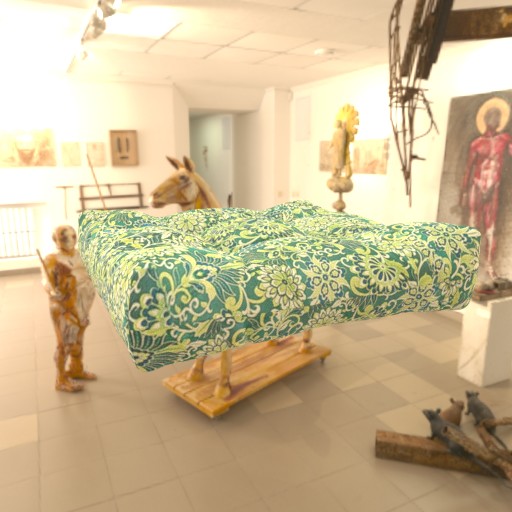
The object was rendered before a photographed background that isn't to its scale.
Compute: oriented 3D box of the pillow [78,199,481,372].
[{"bbox_3d":[0.000,0.000,0.701,0.490,0.128,0.468,-7,15,-26],"label":"pillow"}]
